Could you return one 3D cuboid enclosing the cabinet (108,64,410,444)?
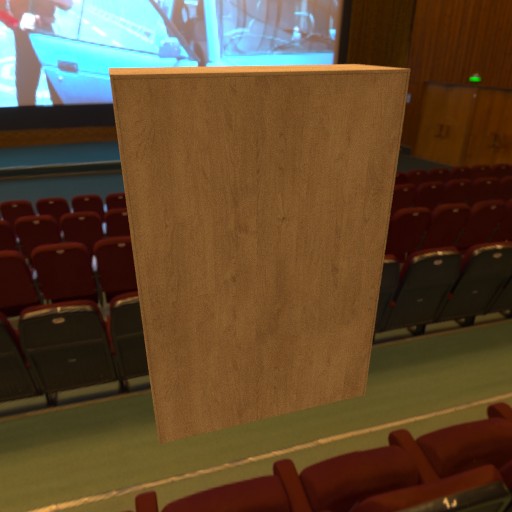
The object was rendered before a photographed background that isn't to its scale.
[{"bbox_3d":[0.000,0.000,2.445,1.290,1.910,0.510,-8,27,-16],"label":"cabinet"}]
